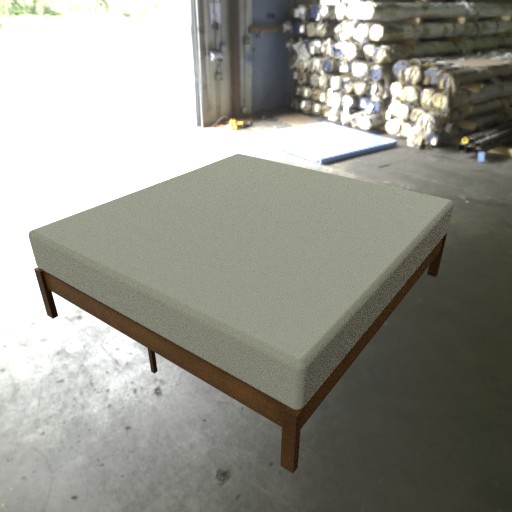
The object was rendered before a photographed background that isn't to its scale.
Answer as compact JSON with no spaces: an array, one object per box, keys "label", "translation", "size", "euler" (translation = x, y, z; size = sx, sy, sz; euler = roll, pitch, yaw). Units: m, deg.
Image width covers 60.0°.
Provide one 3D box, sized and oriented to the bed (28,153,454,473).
[{"label":"bed","translation":[0.000,0.000,3.003],"size":[1.930,0.616,2.049],"euler":[20,35,31]}]
